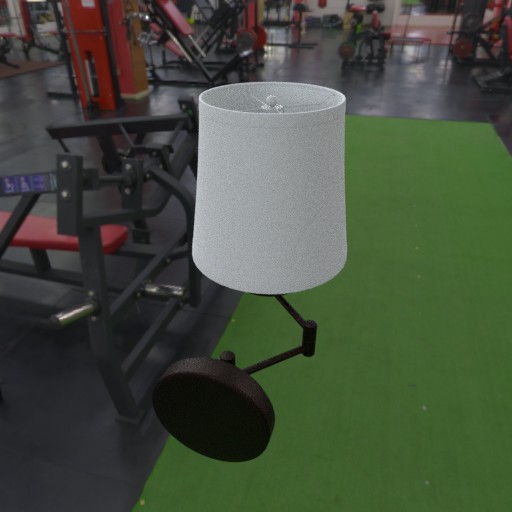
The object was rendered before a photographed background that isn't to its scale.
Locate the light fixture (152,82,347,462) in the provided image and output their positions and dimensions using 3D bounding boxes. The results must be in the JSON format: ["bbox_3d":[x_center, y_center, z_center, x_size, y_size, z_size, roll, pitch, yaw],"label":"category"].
[{"bbox_3d":[0.000,0.000,0.263,0.100,0.172,0.157,10,33,15],"label":"light fixture"}]
